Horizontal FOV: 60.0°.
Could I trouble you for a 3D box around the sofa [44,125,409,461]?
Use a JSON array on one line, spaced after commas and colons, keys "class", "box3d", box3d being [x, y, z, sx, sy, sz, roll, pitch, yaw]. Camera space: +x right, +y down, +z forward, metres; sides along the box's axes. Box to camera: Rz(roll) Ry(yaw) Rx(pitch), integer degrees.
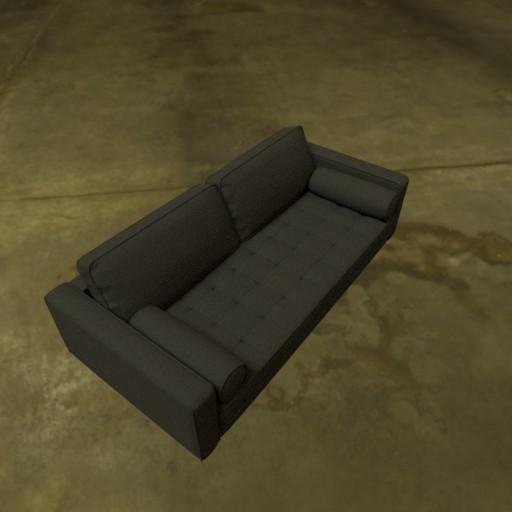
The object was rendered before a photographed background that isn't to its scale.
[{"class": "sofa", "box3d": [0.000, 0.000, 2.384, 0.914, 0.759, 1.875, 27, 49, 27]}]
